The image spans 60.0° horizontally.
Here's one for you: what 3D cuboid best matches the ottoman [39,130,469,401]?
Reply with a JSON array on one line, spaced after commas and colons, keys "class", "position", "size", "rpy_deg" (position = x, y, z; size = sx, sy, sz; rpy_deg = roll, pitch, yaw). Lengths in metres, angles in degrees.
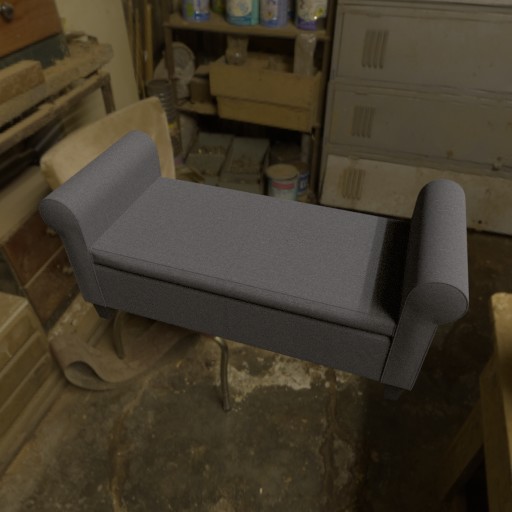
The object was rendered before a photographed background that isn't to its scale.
[{"class": "ottoman", "position": [0.000, 0.000, 1.542], "size": [1.256, 0.547, 0.521], "rpy_deg": [12, 42, 14]}]
